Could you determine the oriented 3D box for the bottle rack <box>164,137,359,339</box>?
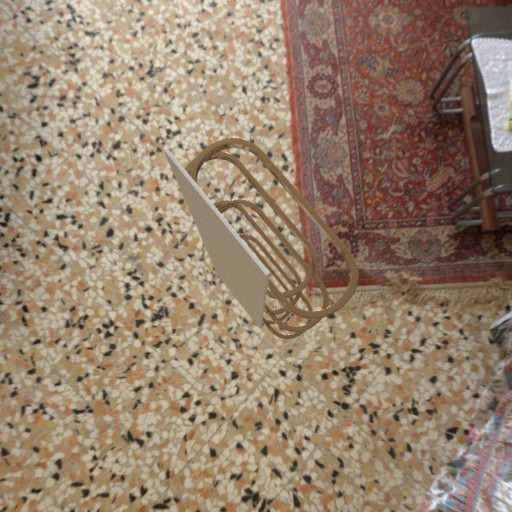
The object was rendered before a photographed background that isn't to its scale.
[{"bbox_3d":[0.000,0.000,0.825,0.118,0.709,0.332,-38,79,-8],"label":"bottle rack"}]
